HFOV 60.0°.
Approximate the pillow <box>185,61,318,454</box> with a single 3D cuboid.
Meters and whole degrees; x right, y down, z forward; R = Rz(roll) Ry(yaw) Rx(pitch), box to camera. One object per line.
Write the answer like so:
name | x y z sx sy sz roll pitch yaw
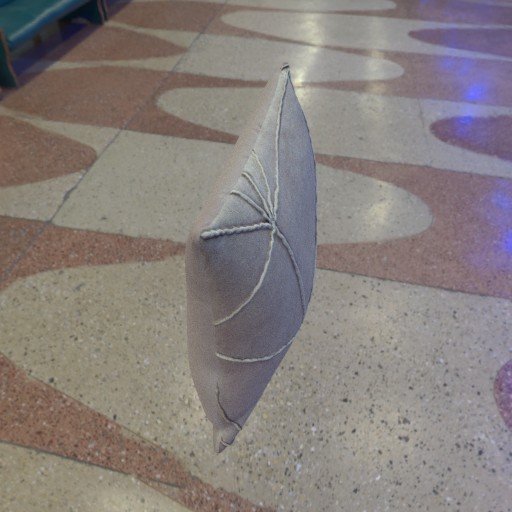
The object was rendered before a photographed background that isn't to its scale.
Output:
pillow | 0.000 0.000 0.678 0.185 0.440 0.439 9 45 9
